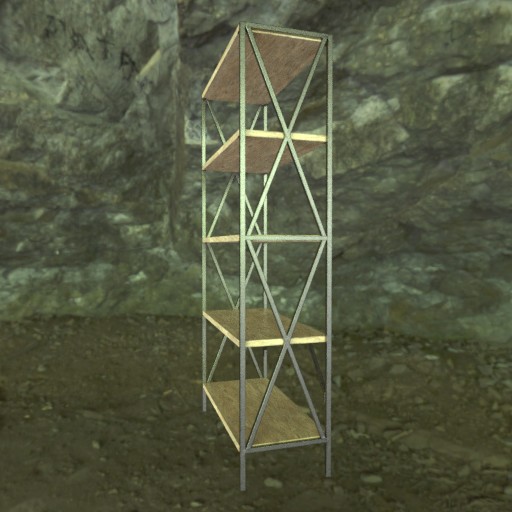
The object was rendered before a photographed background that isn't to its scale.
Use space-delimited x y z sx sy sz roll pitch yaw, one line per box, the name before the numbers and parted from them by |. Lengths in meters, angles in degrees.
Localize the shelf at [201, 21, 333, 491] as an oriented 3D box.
shelf | 0.000 0.000 2.173 0.386 1.803 0.874 0 1 -17
